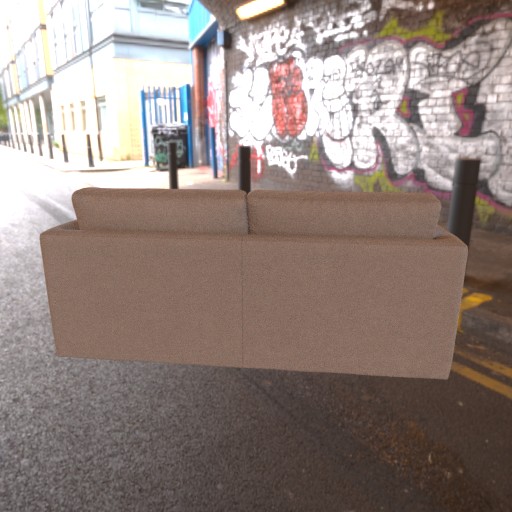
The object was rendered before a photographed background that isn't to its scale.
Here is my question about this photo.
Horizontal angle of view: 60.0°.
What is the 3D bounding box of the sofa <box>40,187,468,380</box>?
[{"bbox_3d":[0.000,0.000,2.503,1.905,0.839,1.091,2,16,6],"label":"sofa"}]
